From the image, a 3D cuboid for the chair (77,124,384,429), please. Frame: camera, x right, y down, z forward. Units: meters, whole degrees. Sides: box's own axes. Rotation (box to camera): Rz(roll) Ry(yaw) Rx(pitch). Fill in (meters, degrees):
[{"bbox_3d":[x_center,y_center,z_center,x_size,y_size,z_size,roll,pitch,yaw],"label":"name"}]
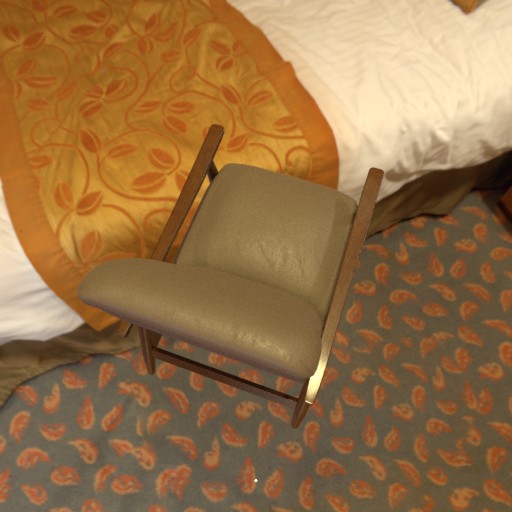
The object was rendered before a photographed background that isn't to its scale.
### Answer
[{"bbox_3d":[0.000,0.000,1.732,0.762,1.082,1.014,18,64,9],"label":"chair"}]
